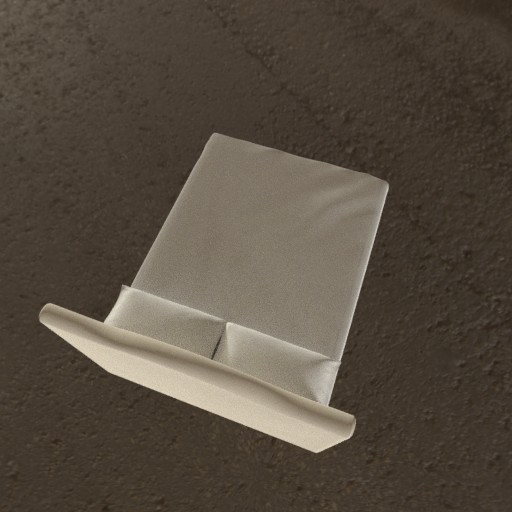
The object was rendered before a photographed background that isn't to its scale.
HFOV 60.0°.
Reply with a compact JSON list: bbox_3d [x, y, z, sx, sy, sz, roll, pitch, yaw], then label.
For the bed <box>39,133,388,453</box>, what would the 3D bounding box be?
[{"bbox_3d":[0.000,0.000,3.258,1.753,1.460,2.143,18,65,9],"label":"bed"}]
